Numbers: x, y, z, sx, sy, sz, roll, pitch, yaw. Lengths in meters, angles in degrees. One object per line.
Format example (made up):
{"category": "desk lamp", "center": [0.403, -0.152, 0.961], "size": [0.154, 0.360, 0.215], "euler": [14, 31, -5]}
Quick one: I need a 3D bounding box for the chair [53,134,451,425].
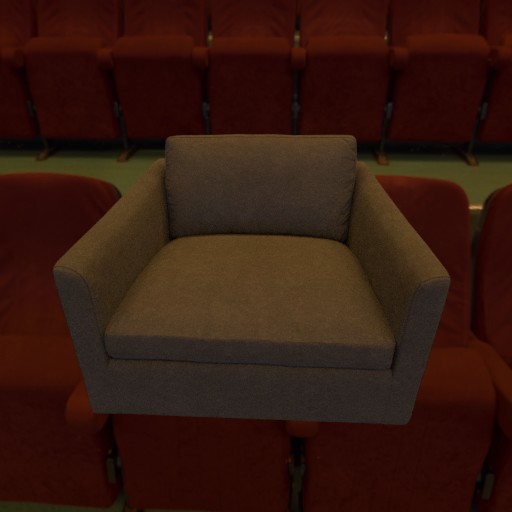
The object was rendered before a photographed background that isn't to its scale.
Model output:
{"category": "chair", "center": [0.000, 0.000, 1.873], "size": [1.190, 0.845, 1.091], "euler": [1, 31, 2]}
